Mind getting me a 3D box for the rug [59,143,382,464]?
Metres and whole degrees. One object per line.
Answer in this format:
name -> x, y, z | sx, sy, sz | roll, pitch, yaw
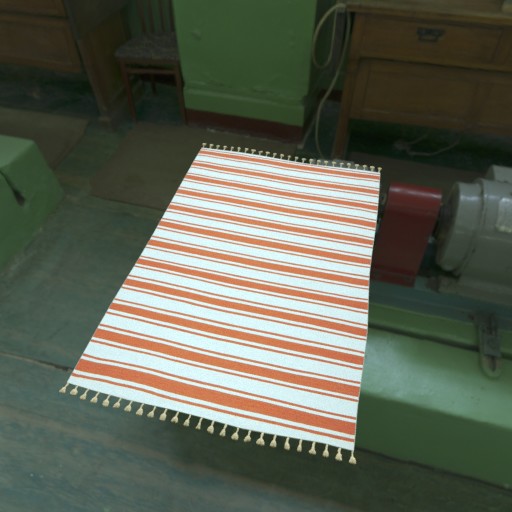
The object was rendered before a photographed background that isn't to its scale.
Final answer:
rug -> 0.000, 0.000, 3.005 | 1.556, 0.022, 2.433 | 10, 48, 9
